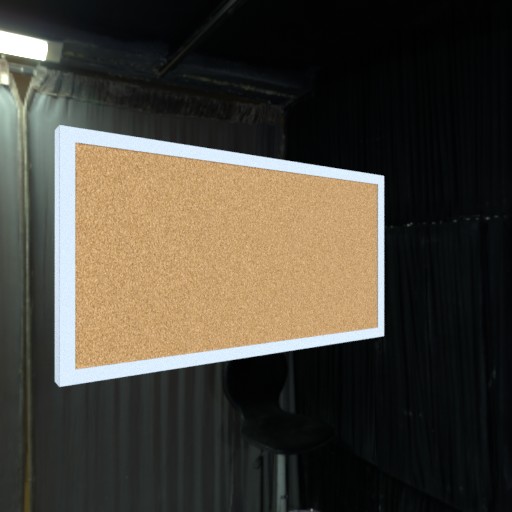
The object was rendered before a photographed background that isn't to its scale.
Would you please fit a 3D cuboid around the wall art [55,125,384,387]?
[{"bbox_3d":[0.000,0.000,0.975,0.812,0.431,0.038,0,0,-35],"label":"wall art"}]
